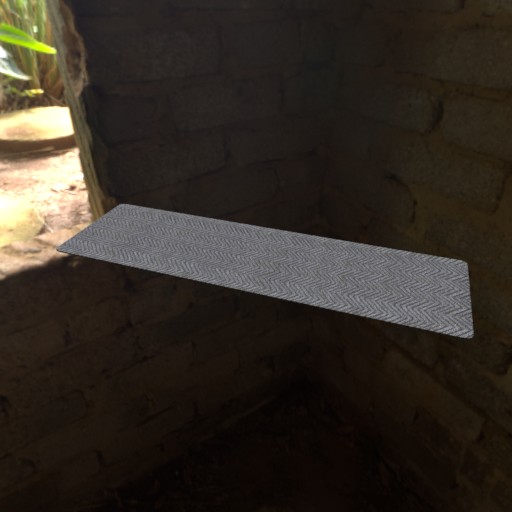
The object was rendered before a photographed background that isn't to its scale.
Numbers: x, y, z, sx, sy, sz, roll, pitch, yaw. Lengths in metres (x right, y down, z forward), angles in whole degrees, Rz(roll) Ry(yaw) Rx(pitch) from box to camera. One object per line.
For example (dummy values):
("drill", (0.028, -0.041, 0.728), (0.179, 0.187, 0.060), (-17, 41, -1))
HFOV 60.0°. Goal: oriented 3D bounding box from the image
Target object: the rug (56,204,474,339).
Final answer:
("rug", (0.000, 0.000, 2.555), (2.286, 0.008, 0.686), (11, 33, 17))
